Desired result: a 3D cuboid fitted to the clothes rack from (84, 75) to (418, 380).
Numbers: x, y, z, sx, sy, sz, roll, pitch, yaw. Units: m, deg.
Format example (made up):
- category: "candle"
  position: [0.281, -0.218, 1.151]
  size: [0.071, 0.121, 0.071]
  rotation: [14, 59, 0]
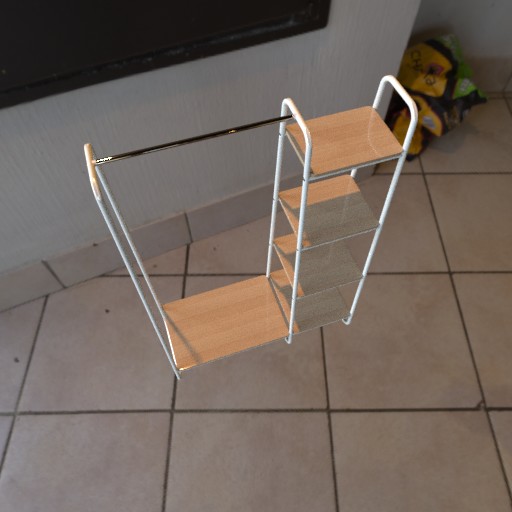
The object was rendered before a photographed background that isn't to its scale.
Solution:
- category: "clothes rack"
  position: [0.000, 0.000, 1.966]
  size: [1.011, 1.500, 0.400]
  rotation: [-16, 59, -10]
